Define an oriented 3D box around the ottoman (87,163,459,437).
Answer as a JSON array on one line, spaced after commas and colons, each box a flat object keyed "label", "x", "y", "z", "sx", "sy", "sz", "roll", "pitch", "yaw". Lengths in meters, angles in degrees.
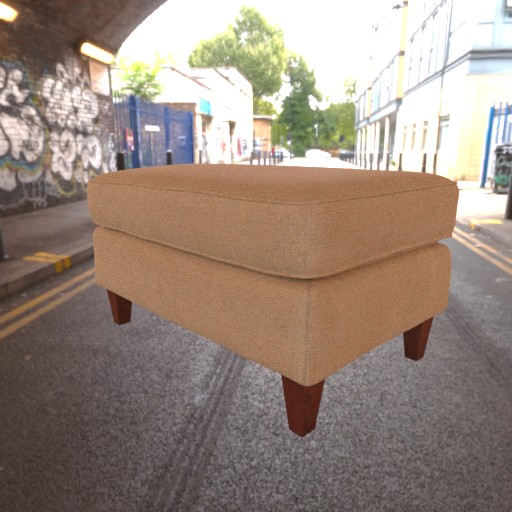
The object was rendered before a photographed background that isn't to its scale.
[{"label": "ottoman", "x": 0.000, "y": 0.000, "z": 1.207, "sx": 0.583, "sy": 0.484, "sz": 0.862, "roll": -12, "pitch": 18, "yaw": -42}]
